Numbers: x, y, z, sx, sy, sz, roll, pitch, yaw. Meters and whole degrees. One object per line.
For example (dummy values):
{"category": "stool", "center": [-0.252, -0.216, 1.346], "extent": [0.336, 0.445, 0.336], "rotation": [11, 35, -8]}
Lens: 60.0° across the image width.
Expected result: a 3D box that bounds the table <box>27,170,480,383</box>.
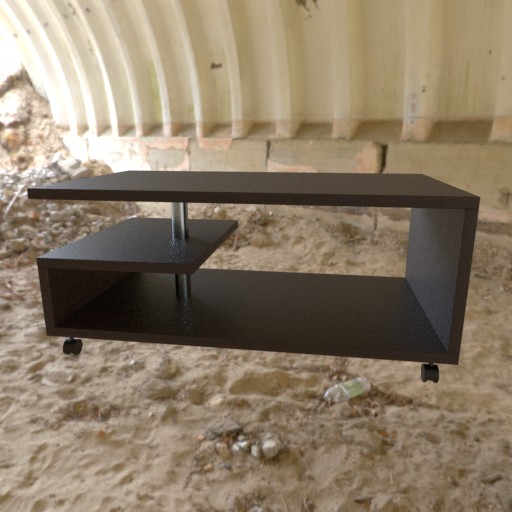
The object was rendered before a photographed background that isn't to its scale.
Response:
{"category": "table", "center": [0.000, 0.000, 1.354], "extent": [1.050, 0.460, 0.590], "rotation": [2, 15, 8]}
